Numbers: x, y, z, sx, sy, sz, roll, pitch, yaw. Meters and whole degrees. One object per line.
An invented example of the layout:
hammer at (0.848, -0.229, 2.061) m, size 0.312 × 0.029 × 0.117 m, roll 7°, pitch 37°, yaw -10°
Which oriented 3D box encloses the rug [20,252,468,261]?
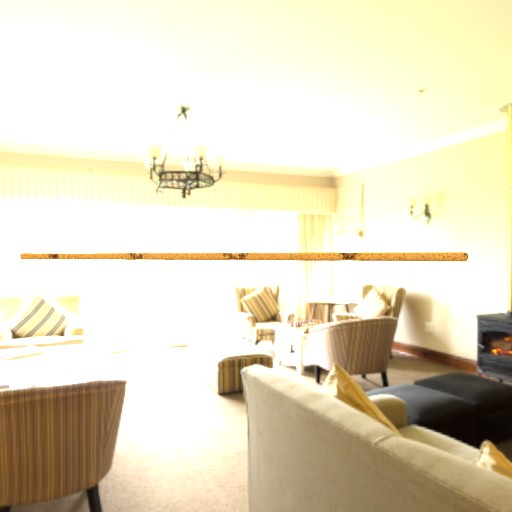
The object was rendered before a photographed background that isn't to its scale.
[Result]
rug at (0.000, 0.000, 2.238) m, size 1.778 × 0.030 × 1.219 m, roll 0°, pitch 0°, yaw 17°
